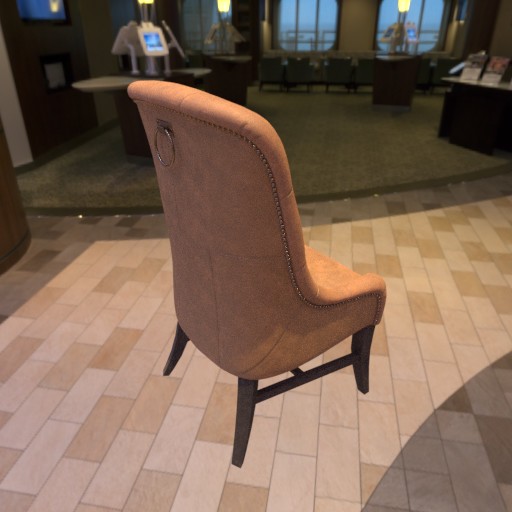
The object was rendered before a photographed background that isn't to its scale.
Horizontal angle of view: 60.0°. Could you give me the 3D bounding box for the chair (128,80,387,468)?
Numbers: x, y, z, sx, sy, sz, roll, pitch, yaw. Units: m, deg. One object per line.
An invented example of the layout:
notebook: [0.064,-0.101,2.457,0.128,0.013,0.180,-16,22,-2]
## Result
chair: [0.000,0.000,1.439,0.629,1.091,0.634,-19,33,-32]
